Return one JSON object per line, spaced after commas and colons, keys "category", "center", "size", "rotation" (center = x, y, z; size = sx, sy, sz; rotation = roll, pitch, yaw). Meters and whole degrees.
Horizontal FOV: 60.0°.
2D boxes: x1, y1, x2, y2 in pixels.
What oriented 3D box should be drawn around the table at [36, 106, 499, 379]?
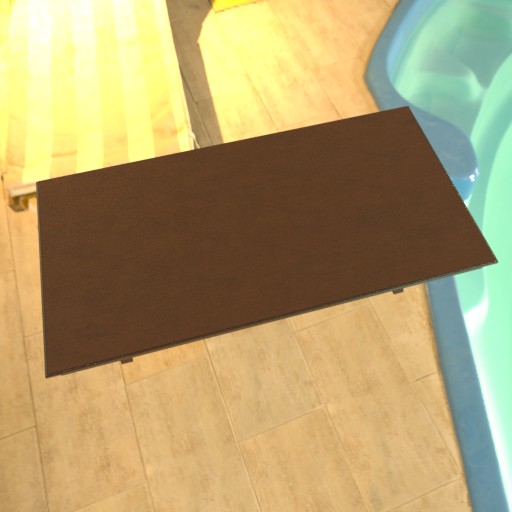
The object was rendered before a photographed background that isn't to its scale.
{"category": "table", "center": [0.000, 0.000, 1.455], "size": [1.197, 0.459, 0.594], "rotation": [-13, 63, -7]}
